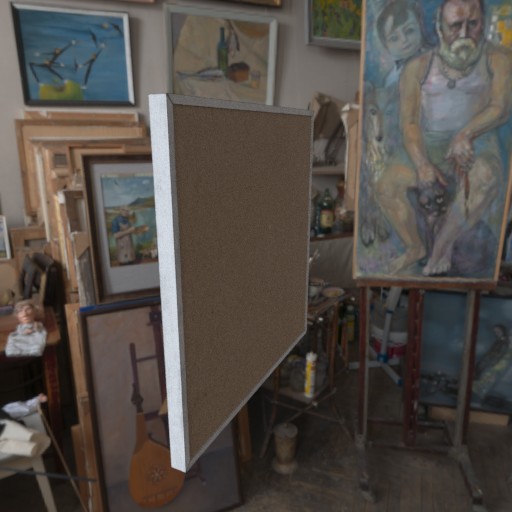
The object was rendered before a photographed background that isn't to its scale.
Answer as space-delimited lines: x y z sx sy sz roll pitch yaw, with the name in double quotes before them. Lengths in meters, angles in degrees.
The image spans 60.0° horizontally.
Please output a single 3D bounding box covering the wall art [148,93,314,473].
"wall art" 0.000 0.000 1.178 0.038 0.762 0.762 8 17 25
